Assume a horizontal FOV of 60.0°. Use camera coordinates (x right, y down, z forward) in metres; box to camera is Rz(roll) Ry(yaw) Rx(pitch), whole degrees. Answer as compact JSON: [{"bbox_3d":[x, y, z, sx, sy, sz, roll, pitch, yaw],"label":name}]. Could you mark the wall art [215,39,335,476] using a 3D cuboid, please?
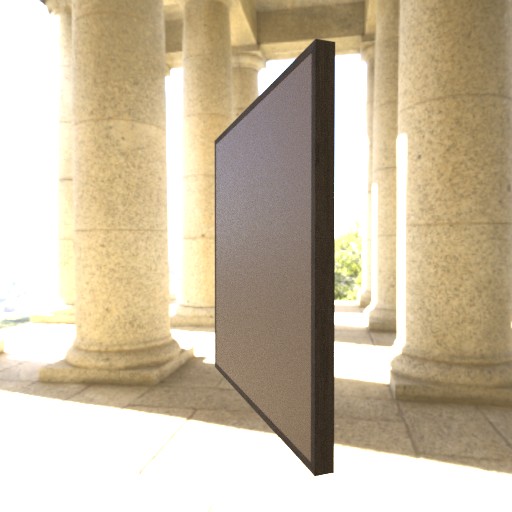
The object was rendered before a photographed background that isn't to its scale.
[{"bbox_3d":[0.000,0.000,1.138,0.038,0.762,0.762,0,1,-19],"label":"wall art"}]
